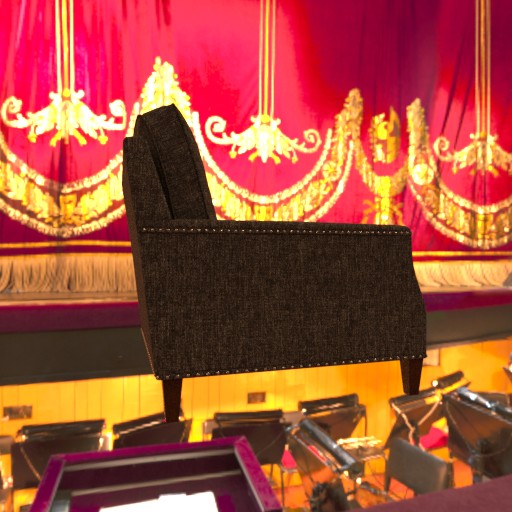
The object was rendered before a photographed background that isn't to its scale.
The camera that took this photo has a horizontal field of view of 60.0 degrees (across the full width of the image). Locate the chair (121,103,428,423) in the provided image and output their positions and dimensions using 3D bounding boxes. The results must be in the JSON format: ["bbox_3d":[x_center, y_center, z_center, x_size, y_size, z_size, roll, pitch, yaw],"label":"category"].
[{"bbox_3d":[0.000,0.000,1.754,1.014,0.943,0.853,0,1,-17],"label":"chair"}]
